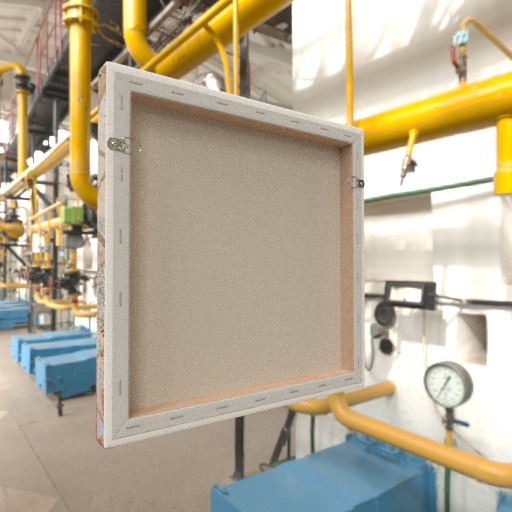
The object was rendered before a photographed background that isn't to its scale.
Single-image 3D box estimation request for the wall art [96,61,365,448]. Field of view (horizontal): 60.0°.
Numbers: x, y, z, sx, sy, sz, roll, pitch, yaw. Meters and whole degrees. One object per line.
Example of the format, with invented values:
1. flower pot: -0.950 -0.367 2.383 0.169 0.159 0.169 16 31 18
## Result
1. wall art: 0.000 0.000 0.736 0.507 0.508 0.038 1 -1 -36
